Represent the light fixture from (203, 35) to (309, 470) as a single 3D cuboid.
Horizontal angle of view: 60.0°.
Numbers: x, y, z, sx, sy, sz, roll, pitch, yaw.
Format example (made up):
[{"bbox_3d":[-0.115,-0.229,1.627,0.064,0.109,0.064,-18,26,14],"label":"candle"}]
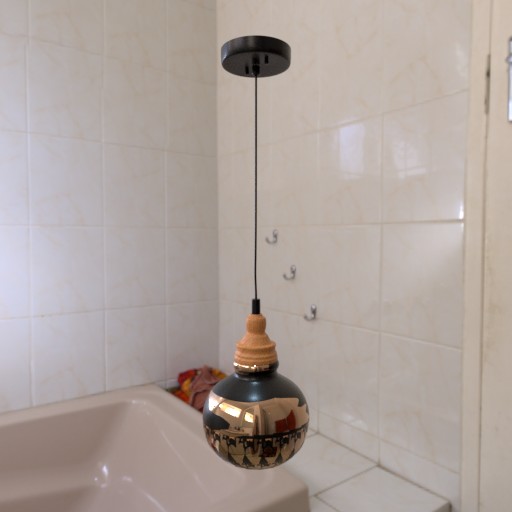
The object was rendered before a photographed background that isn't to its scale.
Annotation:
[{"bbox_3d":[0.000,0.000,1.771,0.430,1.606,0.430,-2,3,-35],"label":"light fixture"}]
